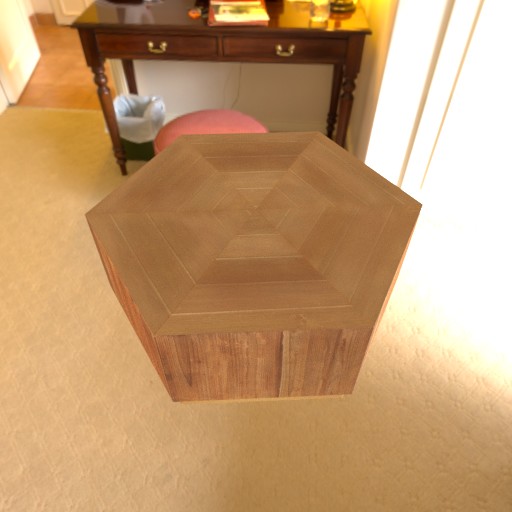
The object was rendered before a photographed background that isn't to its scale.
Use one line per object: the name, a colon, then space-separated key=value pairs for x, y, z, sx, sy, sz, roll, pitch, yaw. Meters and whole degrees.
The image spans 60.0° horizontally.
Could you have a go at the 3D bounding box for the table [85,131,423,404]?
table: x=0.000 y=0.000 z=1.673 sx=1.000 sy=0.456 sz=1.154 roll=-25 pitch=51 yaw=-22
